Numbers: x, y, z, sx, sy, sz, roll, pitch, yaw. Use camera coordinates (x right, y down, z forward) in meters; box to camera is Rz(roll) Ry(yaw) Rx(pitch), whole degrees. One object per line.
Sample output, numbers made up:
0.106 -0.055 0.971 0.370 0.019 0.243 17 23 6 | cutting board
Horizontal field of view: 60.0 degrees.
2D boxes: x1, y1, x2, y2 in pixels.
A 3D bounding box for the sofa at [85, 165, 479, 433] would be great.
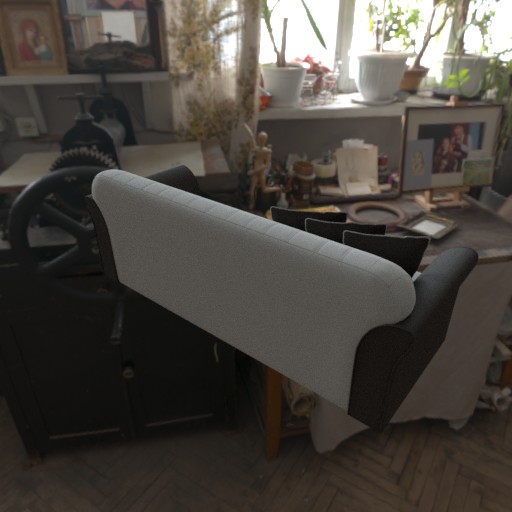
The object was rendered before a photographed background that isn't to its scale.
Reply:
0.000 0.000 2.401 2.001 0.787 0.755 22 36 33 | sofa
